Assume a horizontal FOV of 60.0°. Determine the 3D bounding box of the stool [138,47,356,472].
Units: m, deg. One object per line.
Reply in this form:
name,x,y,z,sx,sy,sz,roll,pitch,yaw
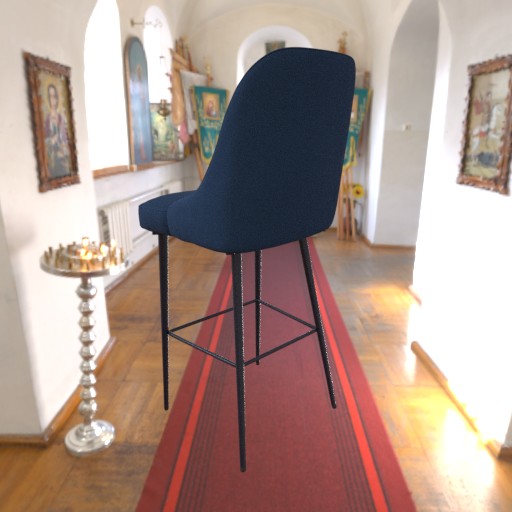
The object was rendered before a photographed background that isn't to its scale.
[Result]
stool,0.000,0.000,1.330,0.527,1.079,0.489,-15,22,-41
